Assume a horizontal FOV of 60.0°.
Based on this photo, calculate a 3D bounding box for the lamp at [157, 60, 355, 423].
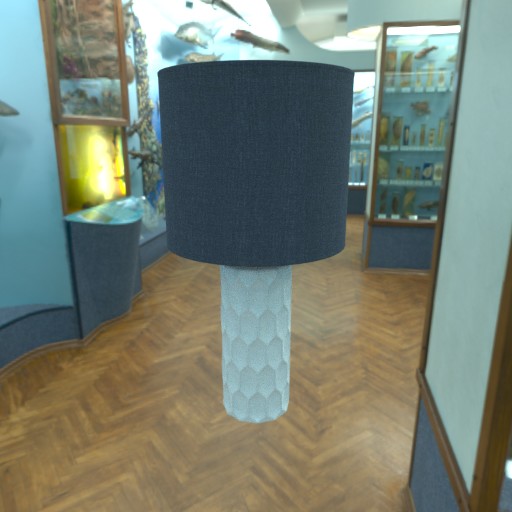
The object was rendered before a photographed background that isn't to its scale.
[{"bbox_3d":[0.000,0.000,0.705,0.277,0.537,0.277,3,16,12],"label":"lamp"}]
